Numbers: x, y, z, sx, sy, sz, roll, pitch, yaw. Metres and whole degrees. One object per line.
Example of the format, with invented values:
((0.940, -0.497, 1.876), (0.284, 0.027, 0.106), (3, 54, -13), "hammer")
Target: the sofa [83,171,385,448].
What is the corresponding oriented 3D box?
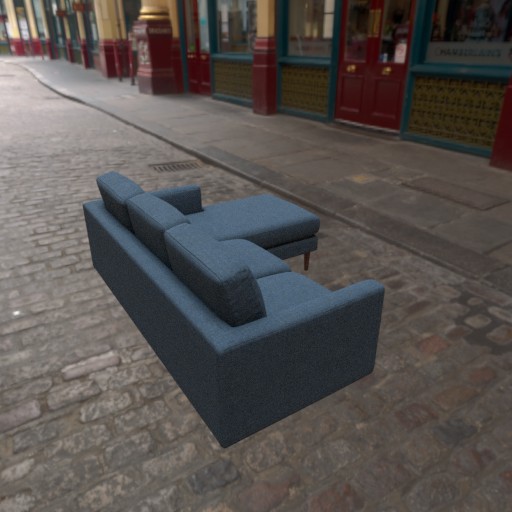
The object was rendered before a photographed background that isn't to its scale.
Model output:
((0.000, 0.000, 2.920), (1.667, 0.957, 2.055), (-16, 30, -30), "sofa")
